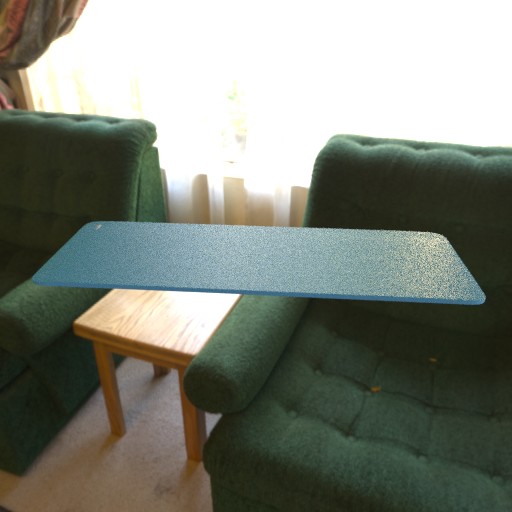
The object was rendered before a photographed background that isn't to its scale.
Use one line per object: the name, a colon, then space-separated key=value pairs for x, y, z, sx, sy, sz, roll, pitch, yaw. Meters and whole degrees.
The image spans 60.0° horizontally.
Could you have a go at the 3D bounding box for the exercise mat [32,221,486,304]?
exercise mat: x=0.000 y=0.000 z=2.050 sx=1.869 sy=0.021 sz=0.616 roll=2 pitch=29 yaw=4
